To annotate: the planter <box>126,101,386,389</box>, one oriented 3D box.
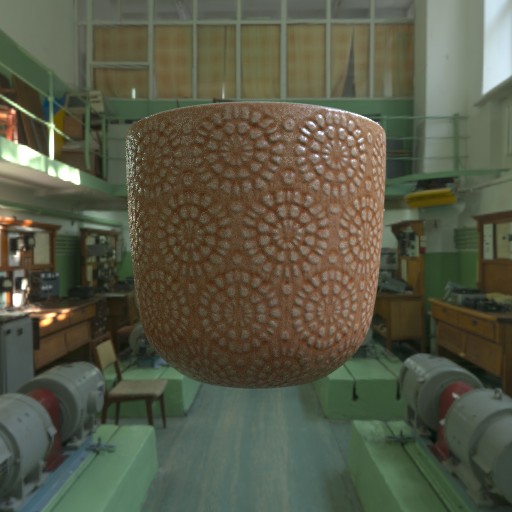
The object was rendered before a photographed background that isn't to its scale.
[{"bbox_3d":[0.000,0.000,0.371,0.208,0.190,0.208,0,1,0],"label":"planter"}]
